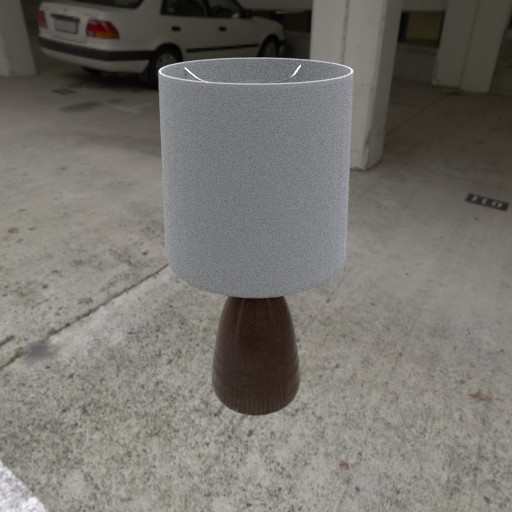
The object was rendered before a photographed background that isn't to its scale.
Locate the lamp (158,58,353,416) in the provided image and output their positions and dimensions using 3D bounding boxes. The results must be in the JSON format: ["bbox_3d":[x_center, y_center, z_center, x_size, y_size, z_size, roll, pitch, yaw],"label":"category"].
[{"bbox_3d":[0.000,0.000,0.471,0.186,0.369,0.186,0,30,0],"label":"lamp"}]
